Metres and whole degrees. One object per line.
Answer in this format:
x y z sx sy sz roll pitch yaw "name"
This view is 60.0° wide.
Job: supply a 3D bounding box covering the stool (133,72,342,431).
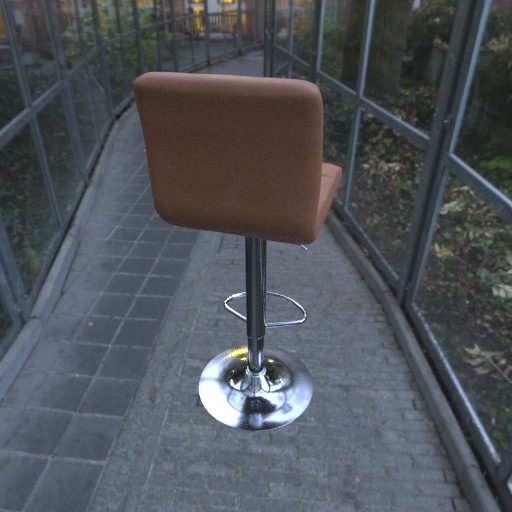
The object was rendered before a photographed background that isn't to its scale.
0.000 0.000 1.376 0.430 1.115 0.505 9 32 16 "stool"
